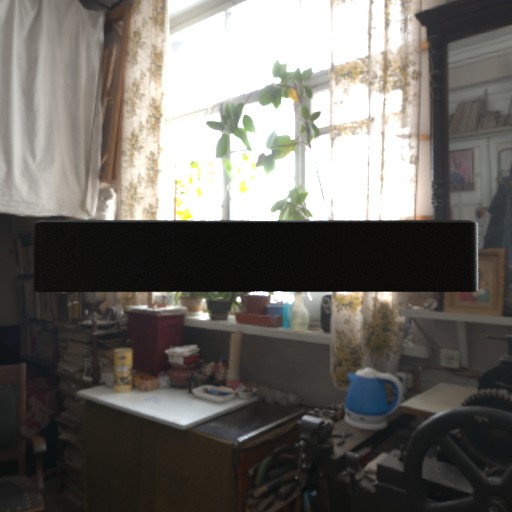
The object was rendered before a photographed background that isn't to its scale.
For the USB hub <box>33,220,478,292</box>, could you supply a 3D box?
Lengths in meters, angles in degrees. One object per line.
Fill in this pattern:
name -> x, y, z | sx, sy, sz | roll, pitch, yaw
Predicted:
USB hub -> 0.000, 0.000, 0.163 | 0.145, 0.023, 0.044 | 0, 0, 0
